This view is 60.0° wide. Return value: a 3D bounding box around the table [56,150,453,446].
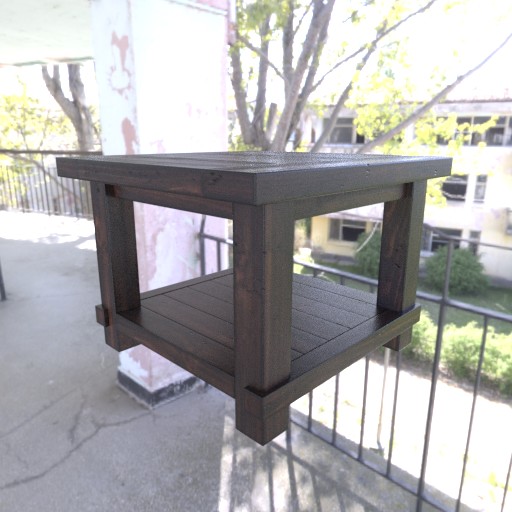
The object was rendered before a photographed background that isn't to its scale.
[{"bbox_3d":[0.000,0.000,1.000,0.593,0.437,0.606,14,21,43],"label":"table"}]
